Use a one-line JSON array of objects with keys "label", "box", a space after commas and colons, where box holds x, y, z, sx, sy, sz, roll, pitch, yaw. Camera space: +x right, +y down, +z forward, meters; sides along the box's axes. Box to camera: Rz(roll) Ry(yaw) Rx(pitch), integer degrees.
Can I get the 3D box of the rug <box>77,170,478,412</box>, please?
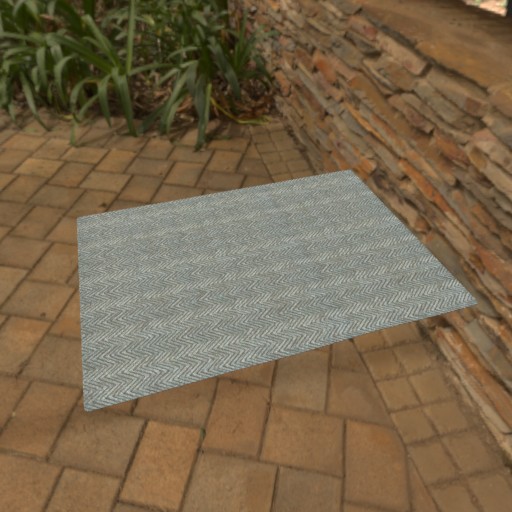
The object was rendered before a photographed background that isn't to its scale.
[{"label": "rug", "box": [0.000, 0.000, 5.193, 3.957, 0.011, 2.894, -12, 42, -14]}]
